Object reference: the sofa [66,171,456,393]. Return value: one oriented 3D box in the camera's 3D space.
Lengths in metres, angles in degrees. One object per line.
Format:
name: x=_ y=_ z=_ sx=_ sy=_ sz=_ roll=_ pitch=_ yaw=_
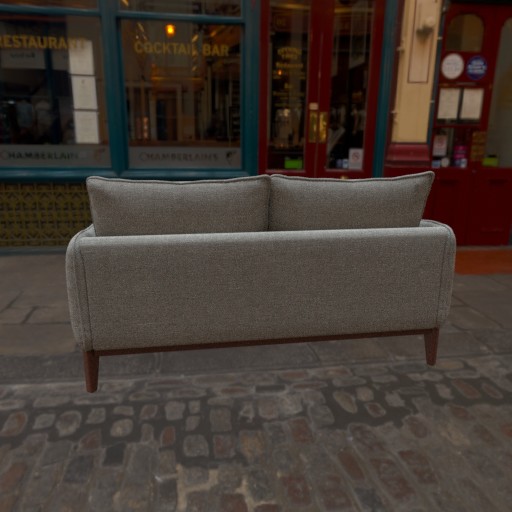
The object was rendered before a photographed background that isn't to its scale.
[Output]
sofa: x=0.000 y=0.000 z=2.183 sx=1.580 sy=0.851 sz=0.972 roll=-2 pitch=14 yaw=-9
